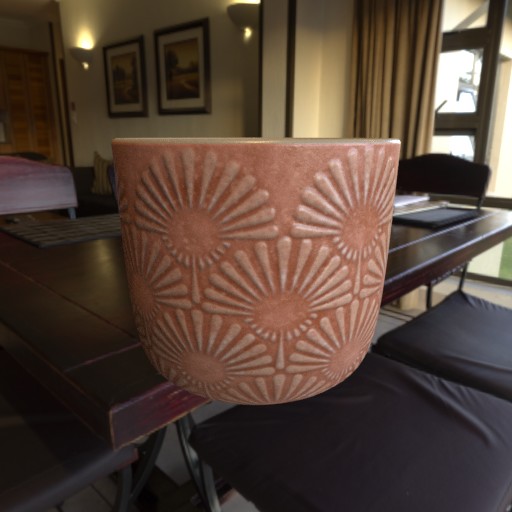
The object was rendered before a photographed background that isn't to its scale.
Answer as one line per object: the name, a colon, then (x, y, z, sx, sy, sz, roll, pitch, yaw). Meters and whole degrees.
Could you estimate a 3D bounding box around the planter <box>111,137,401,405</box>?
planter: (0.000, 0.000, 0.212, 0.124, 0.109, 0.124, 0, 15, 0)
